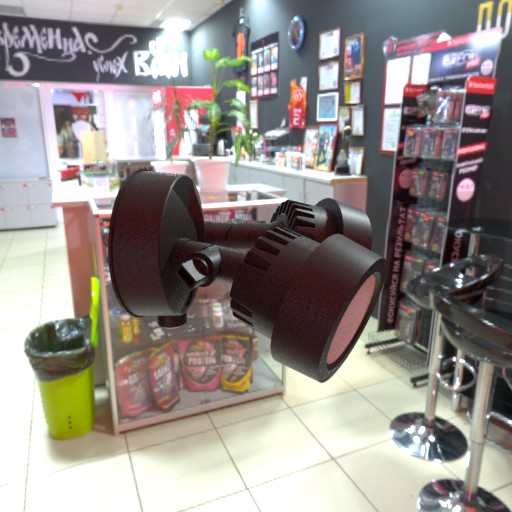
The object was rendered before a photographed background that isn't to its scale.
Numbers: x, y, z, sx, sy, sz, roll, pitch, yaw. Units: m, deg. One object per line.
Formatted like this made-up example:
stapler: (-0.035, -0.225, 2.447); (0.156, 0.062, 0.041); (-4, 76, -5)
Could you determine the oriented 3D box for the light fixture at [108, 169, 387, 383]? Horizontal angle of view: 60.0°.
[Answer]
light fixture: (0.000, 0.000, 0.316); (0.168, 0.120, 0.213); (3, 16, 9)
